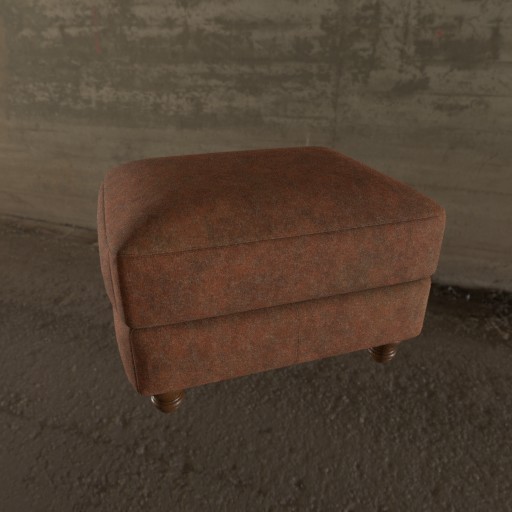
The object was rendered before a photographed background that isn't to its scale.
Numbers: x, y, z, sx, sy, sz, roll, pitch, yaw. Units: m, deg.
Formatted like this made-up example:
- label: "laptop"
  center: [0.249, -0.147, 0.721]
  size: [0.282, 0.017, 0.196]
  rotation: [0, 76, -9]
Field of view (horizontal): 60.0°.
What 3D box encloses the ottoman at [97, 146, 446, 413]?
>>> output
- label: "ottoman"
  center: [0.000, 0.000, 1.215]
  size: [0.787, 0.508, 0.635]
  rotation: [-8, 28, -16]
